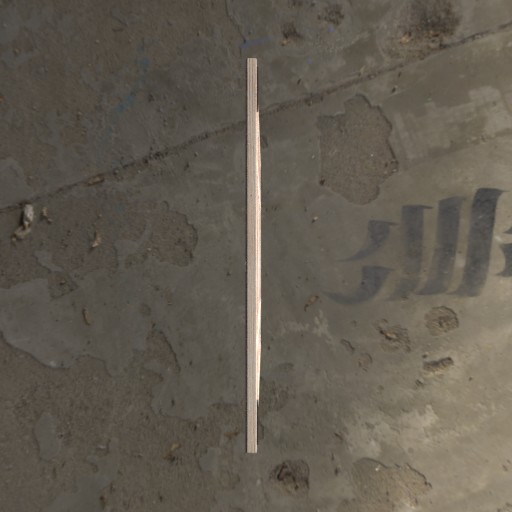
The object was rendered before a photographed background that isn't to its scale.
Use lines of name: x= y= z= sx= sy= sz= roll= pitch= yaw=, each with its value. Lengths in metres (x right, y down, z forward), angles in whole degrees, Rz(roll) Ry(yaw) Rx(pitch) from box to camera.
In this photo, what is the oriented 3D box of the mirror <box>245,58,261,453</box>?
mirror: x=0.000 y=0.000 z=1.288 sx=0.025 sy=0.996 sz=0.705 roll=0 pitch=90 yaw=1
